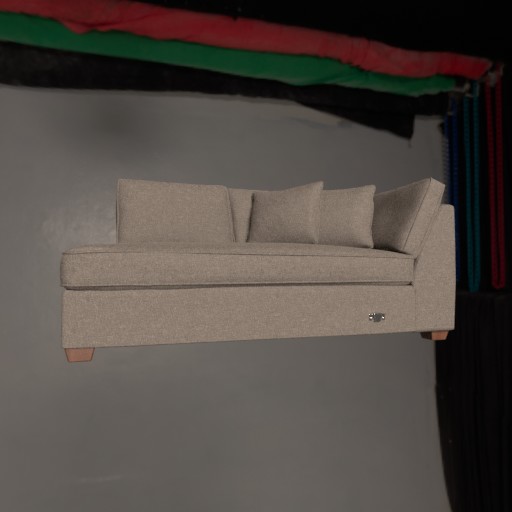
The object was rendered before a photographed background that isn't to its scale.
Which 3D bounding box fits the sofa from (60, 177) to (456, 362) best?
[{"bbox_3d":[0.000,0.000,2.841,2.237,1.033,1.110,1,-2,-18],"label":"sofa"}]
